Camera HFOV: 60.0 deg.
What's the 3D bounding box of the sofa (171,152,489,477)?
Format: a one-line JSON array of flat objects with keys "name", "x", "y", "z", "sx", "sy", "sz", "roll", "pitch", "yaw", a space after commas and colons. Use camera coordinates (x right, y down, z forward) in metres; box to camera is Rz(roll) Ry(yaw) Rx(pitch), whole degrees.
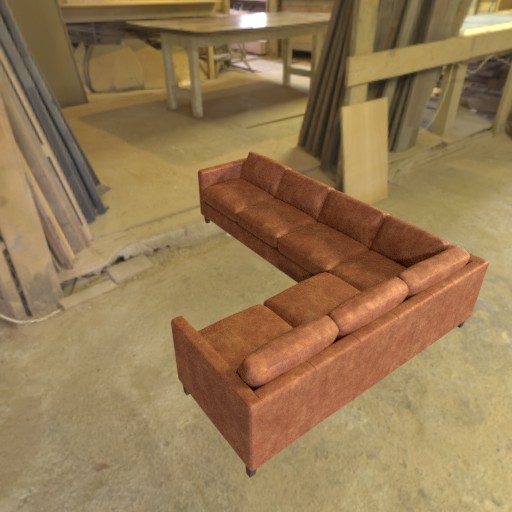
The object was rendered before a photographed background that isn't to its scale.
[{"name": "sofa", "x": 0.000, "y": 0.000, "z": 4.197, "sx": 2.438, "sy": 0.838, "sz": 3.167, "roll": -22, "pitch": 39, "yaw": -30}]
